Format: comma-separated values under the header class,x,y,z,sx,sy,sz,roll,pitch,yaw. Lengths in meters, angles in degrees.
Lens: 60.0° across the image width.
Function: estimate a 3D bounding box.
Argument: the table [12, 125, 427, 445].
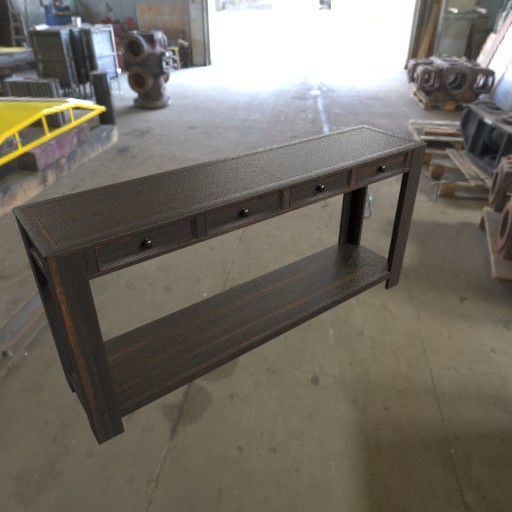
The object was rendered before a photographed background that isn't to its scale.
class,x,y,z,sx,sy,sz,roll,pitch,yaw
table,0.000,0.000,1.874,1.631,0.762,0.384,-21,37,-31
